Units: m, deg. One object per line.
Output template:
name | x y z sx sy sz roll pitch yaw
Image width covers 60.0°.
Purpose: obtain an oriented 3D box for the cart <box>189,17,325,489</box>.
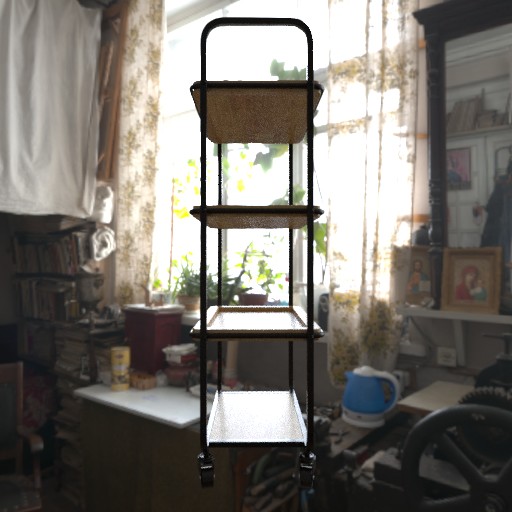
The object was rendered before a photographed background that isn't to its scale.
cart | 0.000 0.000 1.271 0.321 1.080 0.545 0 0 -1
